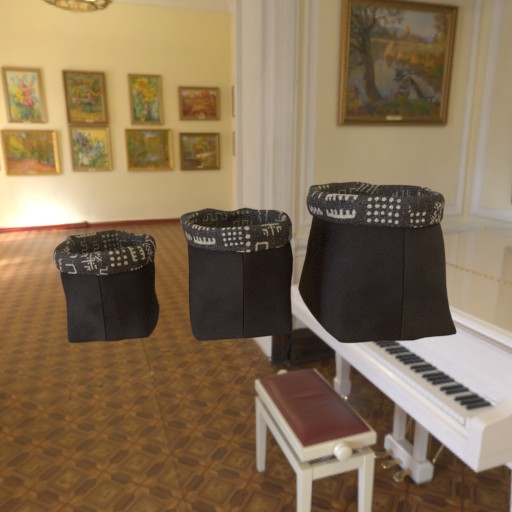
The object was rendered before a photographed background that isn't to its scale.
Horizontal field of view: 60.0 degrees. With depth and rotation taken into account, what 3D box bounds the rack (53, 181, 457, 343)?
[{"bbox_3d":[0.000,0.000,1.067,0.905,0.323,0.379,-2,14,-7],"label":"rack"}]
